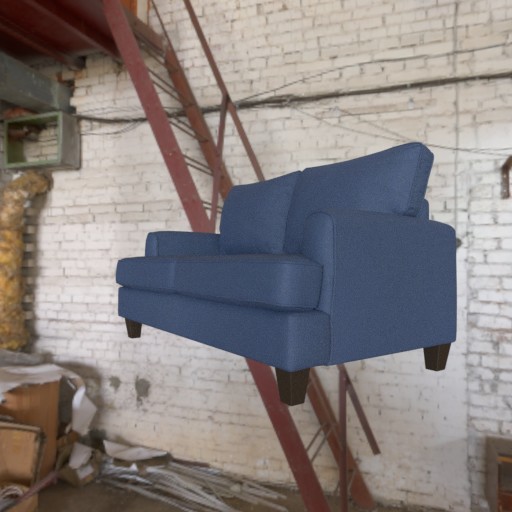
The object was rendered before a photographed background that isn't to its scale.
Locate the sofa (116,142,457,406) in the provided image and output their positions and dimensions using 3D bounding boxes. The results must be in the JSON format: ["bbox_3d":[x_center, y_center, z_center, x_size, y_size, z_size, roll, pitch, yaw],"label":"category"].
[{"bbox_3d":[0.000,0.000,2.255,0.965,0.965,1.651,0,0,-35],"label":"sofa"}]
